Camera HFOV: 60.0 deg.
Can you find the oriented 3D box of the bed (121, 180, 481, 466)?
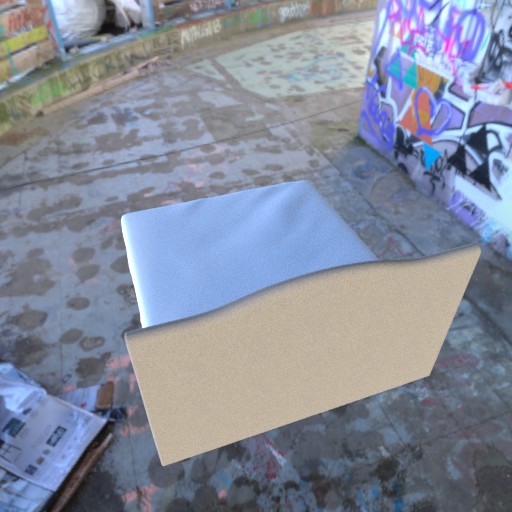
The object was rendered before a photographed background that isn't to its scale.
[{"bbox_3d":[0.000,0.000,3.524,2.083,1.421,2.182,-13,42,-15],"label":"bed"}]
